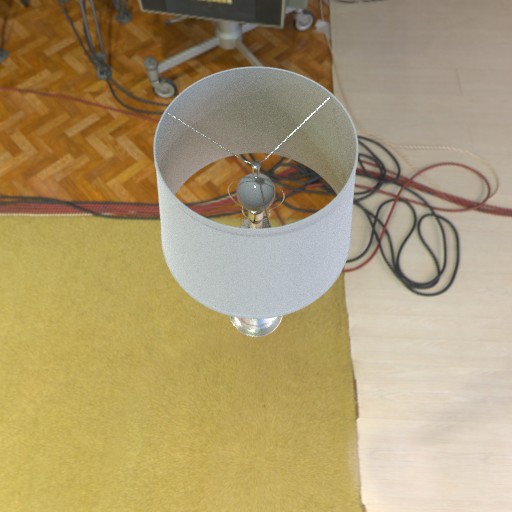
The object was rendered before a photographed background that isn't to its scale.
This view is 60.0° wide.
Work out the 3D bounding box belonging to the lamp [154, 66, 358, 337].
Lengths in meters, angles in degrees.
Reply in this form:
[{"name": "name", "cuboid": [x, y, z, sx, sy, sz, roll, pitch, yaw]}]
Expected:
[{"name": "lamp", "cuboid": [0.000, 0.000, 0.882, 0.331, 0.698, 0.331, 0, 65, 0]}]
